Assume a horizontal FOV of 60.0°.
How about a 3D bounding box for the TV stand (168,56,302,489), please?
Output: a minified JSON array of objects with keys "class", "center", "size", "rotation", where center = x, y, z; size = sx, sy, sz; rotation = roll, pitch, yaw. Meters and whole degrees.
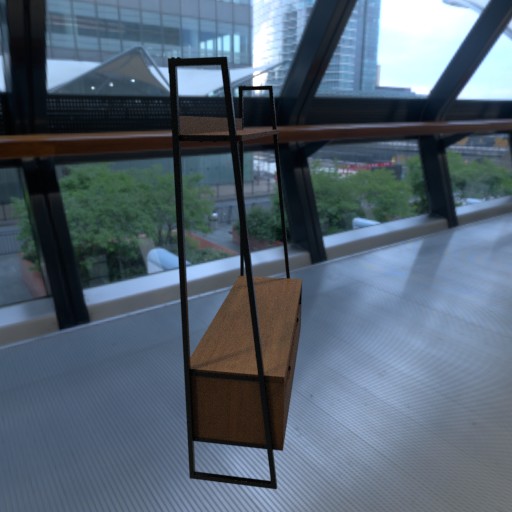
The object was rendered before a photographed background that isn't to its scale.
[{"class":"TV stand","center":[0.000,0.000,2.330],"size":[0.432,1.772,1.250],"rotation":[3,17,9]}]
